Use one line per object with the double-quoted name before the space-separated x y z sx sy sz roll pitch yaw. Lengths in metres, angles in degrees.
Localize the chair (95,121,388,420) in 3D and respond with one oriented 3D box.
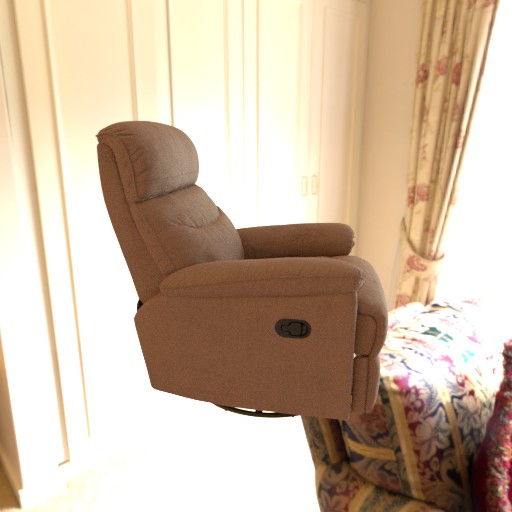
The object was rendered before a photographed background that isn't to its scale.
"chair" 0.000 0.000 1.774 1.004 1.037 0.820 2 15 9
